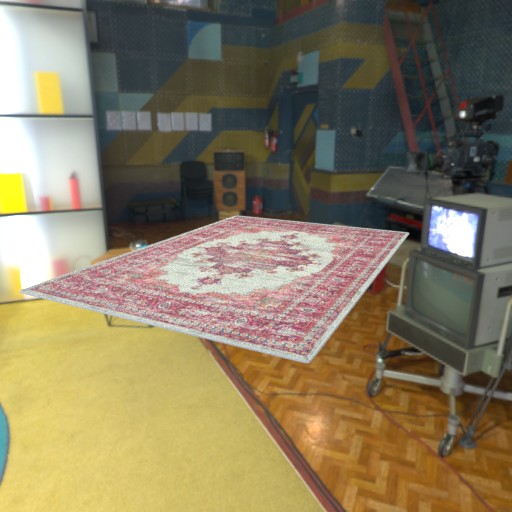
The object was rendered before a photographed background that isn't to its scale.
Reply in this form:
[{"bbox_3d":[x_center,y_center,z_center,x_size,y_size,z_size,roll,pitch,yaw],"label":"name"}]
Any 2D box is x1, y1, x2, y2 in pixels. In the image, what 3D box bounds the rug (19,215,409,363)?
[{"bbox_3d":[0.000,0.000,2.844,1.555,0.011,2.232,8,18,26],"label":"rug"}]
